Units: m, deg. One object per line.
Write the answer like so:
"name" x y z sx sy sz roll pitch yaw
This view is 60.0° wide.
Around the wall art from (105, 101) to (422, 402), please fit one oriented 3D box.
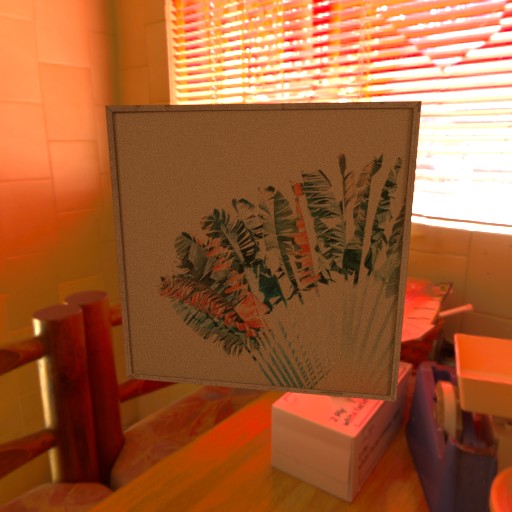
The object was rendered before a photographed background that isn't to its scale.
"wall art" 0.000 0.000 1.163 0.760 0.757 0.038 2 14 9
